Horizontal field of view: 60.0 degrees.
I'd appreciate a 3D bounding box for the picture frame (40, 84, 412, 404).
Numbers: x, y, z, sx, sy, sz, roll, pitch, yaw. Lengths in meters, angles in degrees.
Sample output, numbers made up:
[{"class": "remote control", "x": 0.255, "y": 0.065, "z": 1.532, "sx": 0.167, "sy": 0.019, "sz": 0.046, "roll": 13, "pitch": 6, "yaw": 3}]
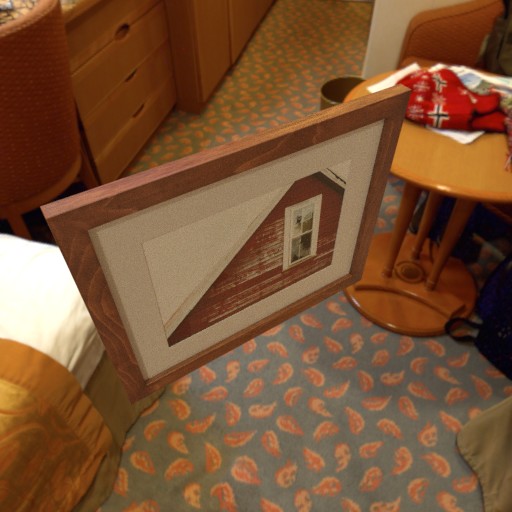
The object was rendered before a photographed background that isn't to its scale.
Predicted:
[{"class": "picture frame", "x": 0.000, "y": 0.000, "z": 0.760, "sx": 0.559, "sy": 0.457, "sz": 0.025, "roll": -25, "pitch": 51, "yaw": -22}]
